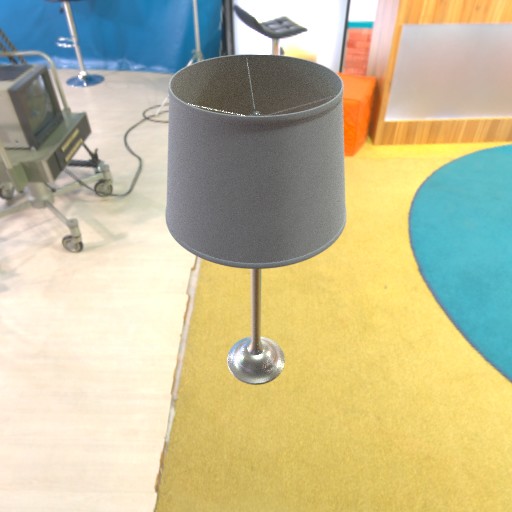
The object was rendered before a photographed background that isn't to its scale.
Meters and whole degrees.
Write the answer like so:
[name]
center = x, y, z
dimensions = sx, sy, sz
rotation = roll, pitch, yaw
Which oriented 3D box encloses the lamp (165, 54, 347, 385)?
[lamp]
center = 0.000, 0.000, 0.896
dimensions = 0.331, 0.698, 0.331
rotation = 0, 41, 0
